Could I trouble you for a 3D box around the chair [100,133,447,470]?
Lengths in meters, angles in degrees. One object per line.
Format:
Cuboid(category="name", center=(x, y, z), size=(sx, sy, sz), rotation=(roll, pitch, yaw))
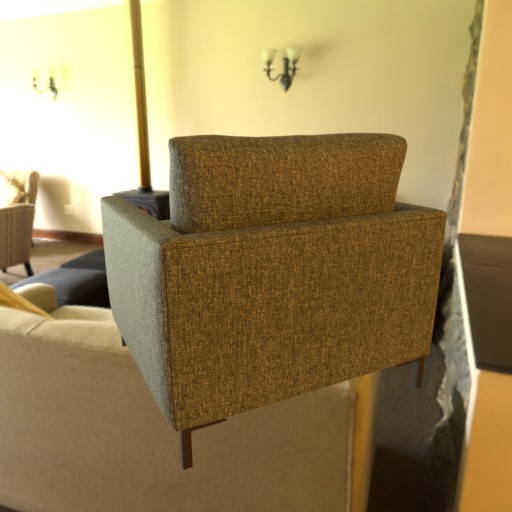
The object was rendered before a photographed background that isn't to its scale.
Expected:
Cuboid(category="chair", center=(0.000, 0.000, 1.610), size=(0.963, 0.861, 0.866), rotation=(-8, 17, -26))
